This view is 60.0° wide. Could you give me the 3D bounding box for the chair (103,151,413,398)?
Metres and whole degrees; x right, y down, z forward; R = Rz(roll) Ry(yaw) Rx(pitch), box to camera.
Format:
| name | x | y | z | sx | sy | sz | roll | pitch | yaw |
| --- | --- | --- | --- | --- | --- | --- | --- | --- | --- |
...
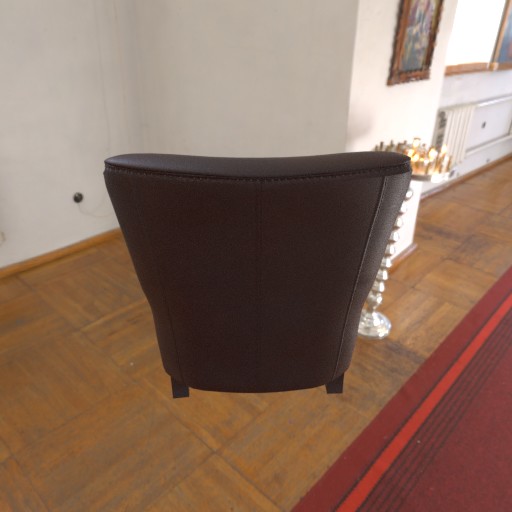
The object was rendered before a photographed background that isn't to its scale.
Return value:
| name | x | y | z | sx | sy | sz | roll | pitch | yaw |
| --- | --- | --- | --- | --- | --- | --- | --- | --- | --- |
| chair | 0.000 | 0.000 | 1.358 | 0.700 | 0.800 | 0.746 | -1 | 29 | -1 |
